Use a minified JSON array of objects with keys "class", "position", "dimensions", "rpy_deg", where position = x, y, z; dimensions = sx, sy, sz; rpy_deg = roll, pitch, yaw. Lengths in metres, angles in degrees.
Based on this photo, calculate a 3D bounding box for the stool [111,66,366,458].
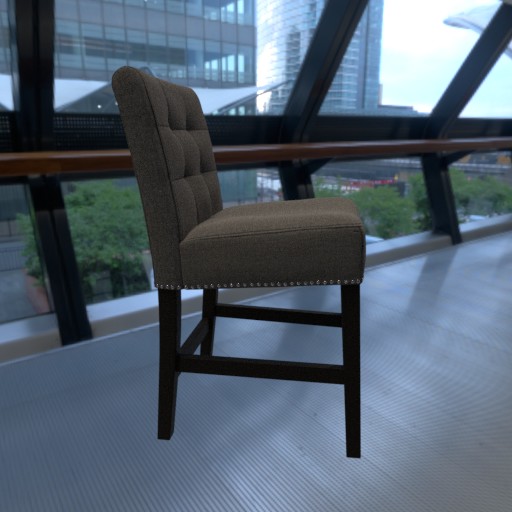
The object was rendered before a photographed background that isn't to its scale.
[{"class":"stool","position":[0.000,0.000,1.165],"dimensions":[0.571,0.885,0.427],"rpy_deg":[2,15,9]}]
